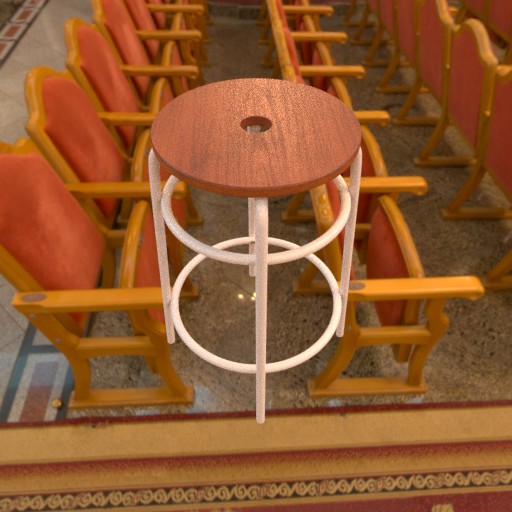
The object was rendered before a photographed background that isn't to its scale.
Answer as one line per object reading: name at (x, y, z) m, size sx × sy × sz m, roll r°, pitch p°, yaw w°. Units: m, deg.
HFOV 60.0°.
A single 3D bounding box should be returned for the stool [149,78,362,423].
stool at (0.000, 0.000, 0.929) m, size 0.455 × 0.610 × 0.455 m, roll -2°, pitch 46°, yaw -2°
